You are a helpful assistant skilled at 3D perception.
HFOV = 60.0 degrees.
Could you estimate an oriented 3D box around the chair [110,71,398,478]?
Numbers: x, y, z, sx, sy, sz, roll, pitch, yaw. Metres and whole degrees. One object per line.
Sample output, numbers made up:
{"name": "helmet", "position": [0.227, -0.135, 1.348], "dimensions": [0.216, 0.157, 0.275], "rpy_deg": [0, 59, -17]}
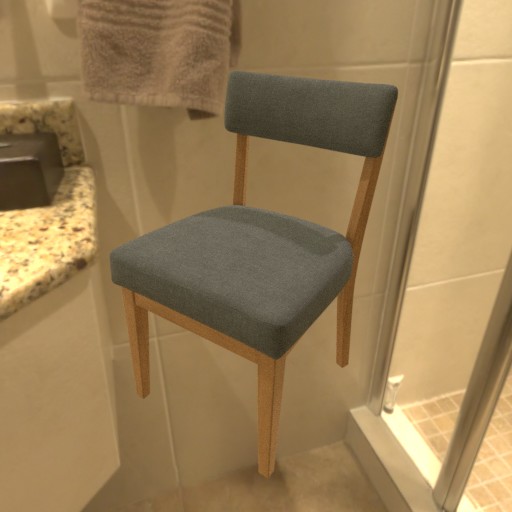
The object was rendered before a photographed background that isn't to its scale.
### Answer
{"name": "chair", "position": [0.000, 0.000, 1.165], "dimensions": [0.508, 0.832, 0.572], "rpy_deg": [19, 35, 30]}
